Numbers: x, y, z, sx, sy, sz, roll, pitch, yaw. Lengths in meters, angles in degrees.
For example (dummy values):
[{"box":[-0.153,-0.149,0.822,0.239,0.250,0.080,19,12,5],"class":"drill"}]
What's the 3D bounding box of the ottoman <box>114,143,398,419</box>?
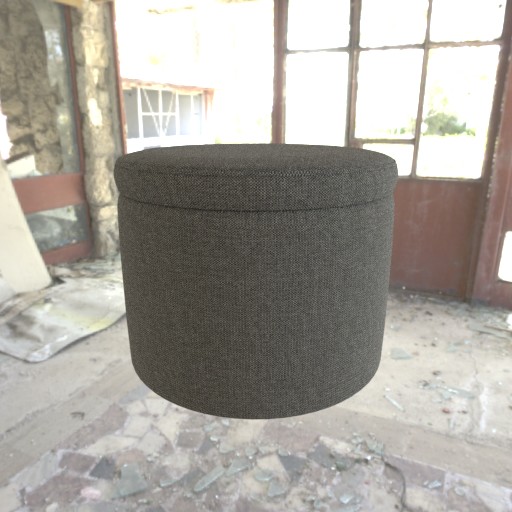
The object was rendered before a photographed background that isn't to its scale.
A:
[{"box":[0.000,0.000,0.894,0.520,0.430,0.520,0,17,0],"class":"ottoman"}]
